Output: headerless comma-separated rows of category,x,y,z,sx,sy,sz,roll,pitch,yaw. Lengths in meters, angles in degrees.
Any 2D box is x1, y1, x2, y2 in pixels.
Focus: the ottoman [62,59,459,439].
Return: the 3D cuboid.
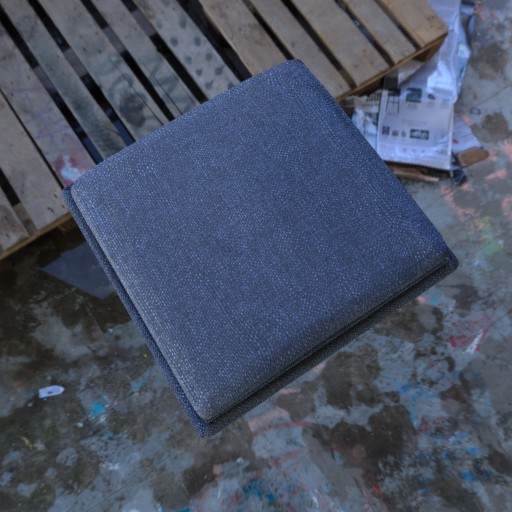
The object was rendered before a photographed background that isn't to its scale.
ottoman,0.000,0.000,0.836,0.454,0.493,0.436,-32,77,-8
